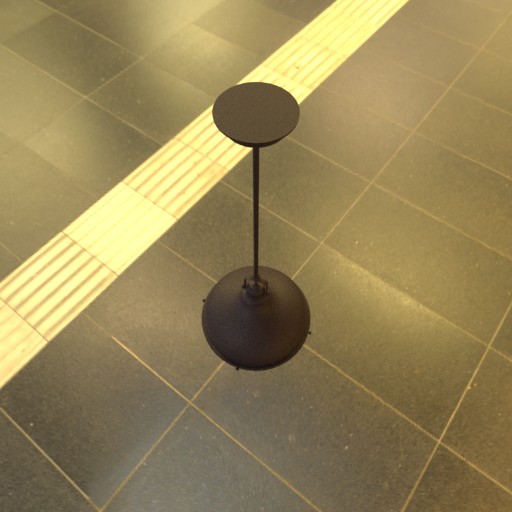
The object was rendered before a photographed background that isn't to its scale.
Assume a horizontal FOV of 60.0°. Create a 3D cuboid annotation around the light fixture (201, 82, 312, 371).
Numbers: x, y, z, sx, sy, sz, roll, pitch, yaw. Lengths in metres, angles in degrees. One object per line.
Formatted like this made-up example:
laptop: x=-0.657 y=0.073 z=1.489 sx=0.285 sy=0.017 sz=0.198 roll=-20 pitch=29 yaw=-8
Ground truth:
light fixture: x=0.000 y=0.000 z=1.023 sx=0.341 sy=0.849 sz=0.341 roll=16 pitch=61 yaw=9
